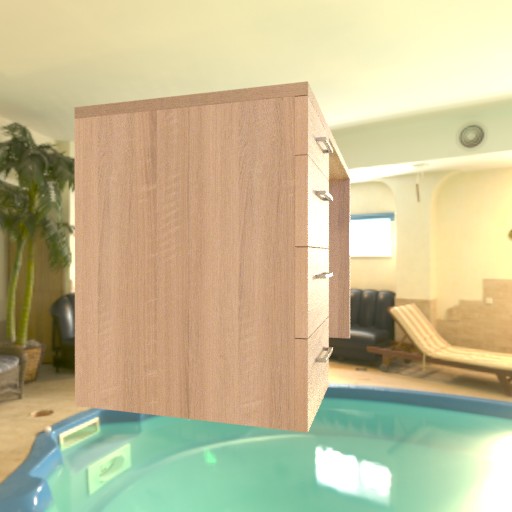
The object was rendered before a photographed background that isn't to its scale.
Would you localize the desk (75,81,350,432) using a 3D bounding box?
[{"bbox_3d":[0.000,0.000,1.527,0.600,0.731,1.100,0,0,16],"label":"desk"}]
